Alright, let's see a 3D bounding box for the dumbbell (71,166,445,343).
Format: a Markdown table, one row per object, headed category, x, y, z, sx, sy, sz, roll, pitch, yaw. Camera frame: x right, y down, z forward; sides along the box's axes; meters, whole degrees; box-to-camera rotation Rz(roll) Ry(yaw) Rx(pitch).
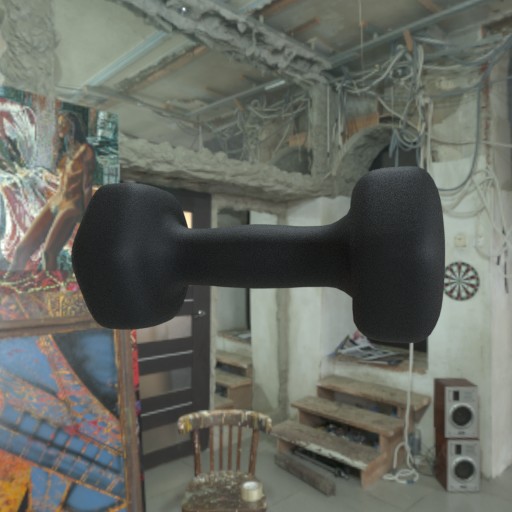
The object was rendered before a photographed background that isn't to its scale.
| category | x | y | z | sx | sy | sz | roll | pitch | yaw |
| --- | --- | --- | --- | --- | --- | --- | --- | --- | --- |
| dumbbell | 0.000 | 0.000 | 0.296 | 0.231 | 0.101 | 0.112 | 0 | -1 | 17 |
